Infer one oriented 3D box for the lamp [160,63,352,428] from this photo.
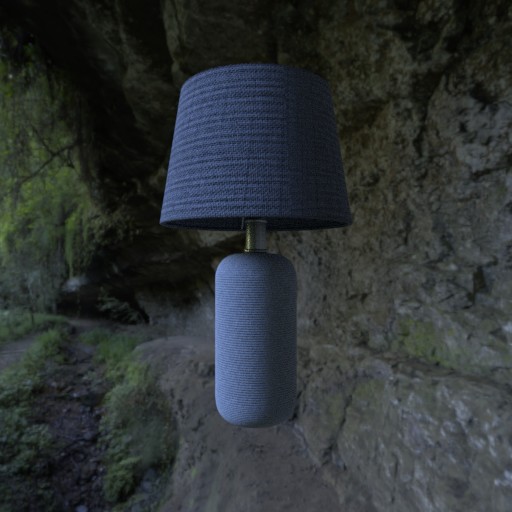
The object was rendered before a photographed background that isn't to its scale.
[{"bbox_3d":[0.000,0.000,0.591,0.251,0.429,0.251,0,0,0],"label":"lamp"}]
